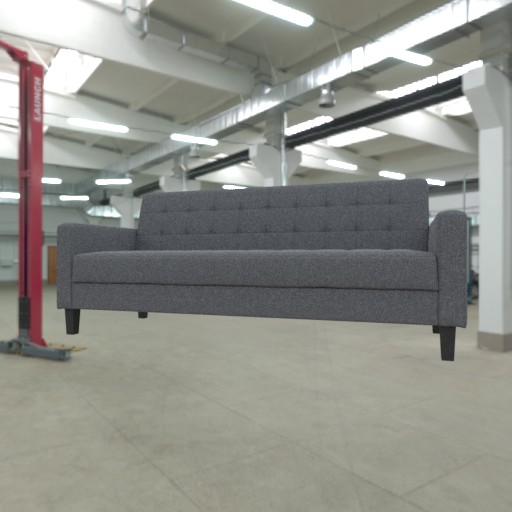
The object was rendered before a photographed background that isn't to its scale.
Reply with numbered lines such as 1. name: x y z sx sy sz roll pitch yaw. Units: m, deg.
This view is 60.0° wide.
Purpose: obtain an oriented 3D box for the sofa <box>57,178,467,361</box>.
1. sofa: 0.000 0.000 2.430 2.040 0.850 0.810 0 0 19
